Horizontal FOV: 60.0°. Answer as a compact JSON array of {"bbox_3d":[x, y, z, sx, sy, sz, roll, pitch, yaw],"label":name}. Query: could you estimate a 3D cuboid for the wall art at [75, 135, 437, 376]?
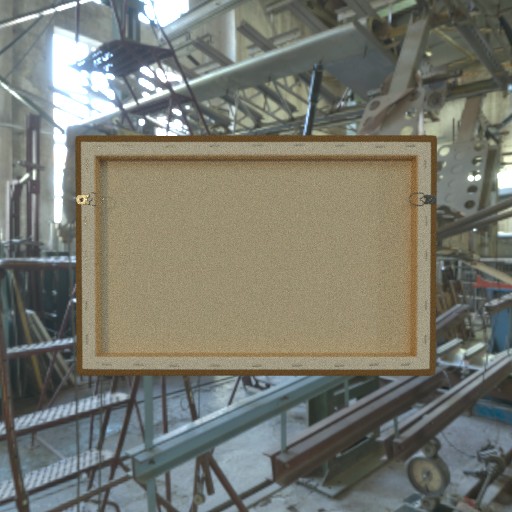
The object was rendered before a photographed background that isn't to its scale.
[{"bbox_3d":[0.000,0.000,0.475,0.380,0.254,0.019,0,1,0],"label":"wall art"}]
